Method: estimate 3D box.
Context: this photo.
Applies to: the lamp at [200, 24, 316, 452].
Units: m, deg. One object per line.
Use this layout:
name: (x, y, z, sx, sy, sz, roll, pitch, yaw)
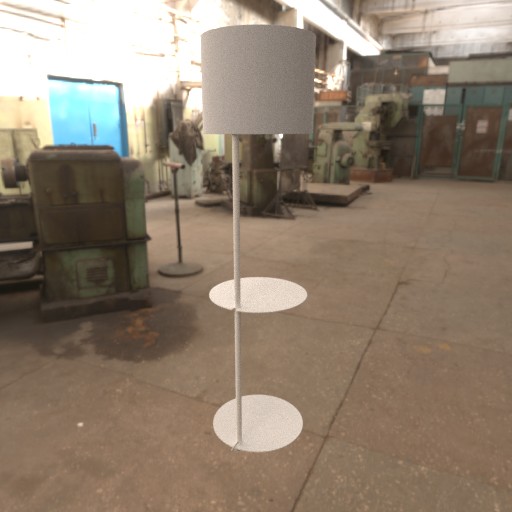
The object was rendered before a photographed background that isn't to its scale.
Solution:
lamp: (0.000, 0.000, 1.624, 0.372, 1.465, 0.405, 8, 18, 26)
